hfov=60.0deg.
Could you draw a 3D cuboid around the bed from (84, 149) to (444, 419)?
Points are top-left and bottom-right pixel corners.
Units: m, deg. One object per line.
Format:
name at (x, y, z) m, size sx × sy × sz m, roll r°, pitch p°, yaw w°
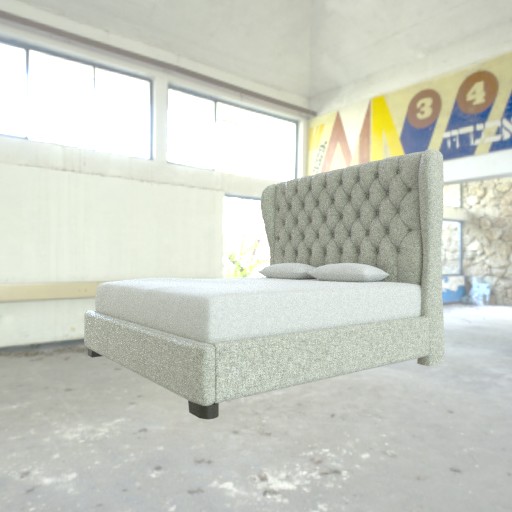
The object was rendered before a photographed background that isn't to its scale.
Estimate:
bed at (0.000, 0.000, 3.857) m, size 2.347 × 1.771 × 2.219 m, roll 1°, pitch -1°, yaw -37°
